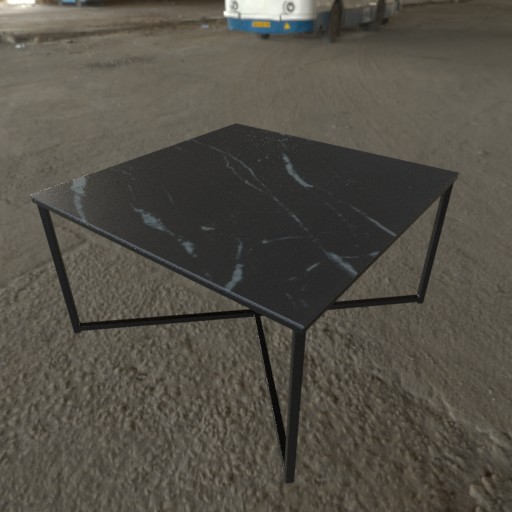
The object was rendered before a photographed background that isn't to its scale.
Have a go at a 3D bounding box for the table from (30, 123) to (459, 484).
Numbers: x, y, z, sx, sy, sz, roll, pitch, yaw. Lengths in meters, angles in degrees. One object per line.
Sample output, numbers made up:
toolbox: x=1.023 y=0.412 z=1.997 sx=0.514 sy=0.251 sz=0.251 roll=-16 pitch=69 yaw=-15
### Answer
table: x=0.000 y=0.000 z=1.278 sx=0.800 sy=0.450 sz=0.800 roll=22 pitch=38 yaw=31
